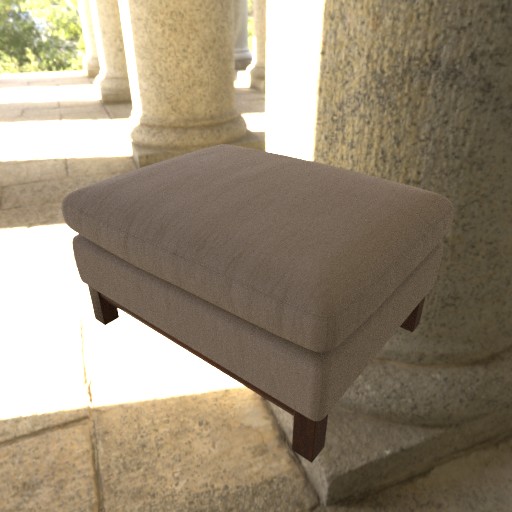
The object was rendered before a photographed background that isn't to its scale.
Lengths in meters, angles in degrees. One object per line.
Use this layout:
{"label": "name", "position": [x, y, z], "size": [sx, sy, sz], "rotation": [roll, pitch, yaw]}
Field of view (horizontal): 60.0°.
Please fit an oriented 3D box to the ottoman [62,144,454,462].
{"label": "ottoman", "position": [0.000, 0.000, 1.125], "size": [0.771, 0.420, 0.606], "rotation": [22, 36, 33]}
